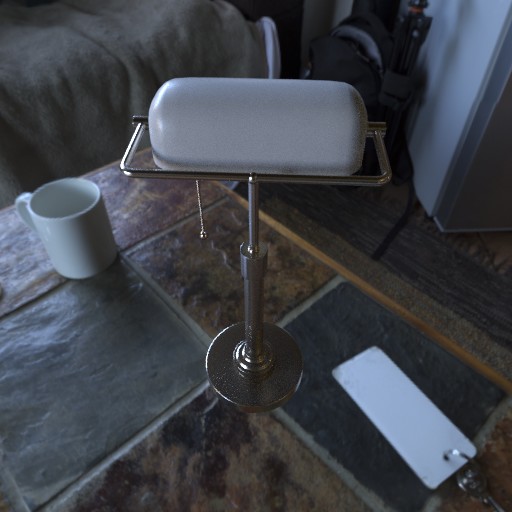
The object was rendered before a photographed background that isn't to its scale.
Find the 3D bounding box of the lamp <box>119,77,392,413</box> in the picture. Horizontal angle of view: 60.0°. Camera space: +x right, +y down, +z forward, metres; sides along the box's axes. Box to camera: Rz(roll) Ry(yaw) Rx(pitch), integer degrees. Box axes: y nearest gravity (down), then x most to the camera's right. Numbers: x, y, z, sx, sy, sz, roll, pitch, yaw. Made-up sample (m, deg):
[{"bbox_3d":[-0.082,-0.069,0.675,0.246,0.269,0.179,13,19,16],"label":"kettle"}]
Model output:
[{"bbox_3d":[0.000,0.000,0.553,0.269,0.404,0.227,2,46,2],"label":"lamp"}]
